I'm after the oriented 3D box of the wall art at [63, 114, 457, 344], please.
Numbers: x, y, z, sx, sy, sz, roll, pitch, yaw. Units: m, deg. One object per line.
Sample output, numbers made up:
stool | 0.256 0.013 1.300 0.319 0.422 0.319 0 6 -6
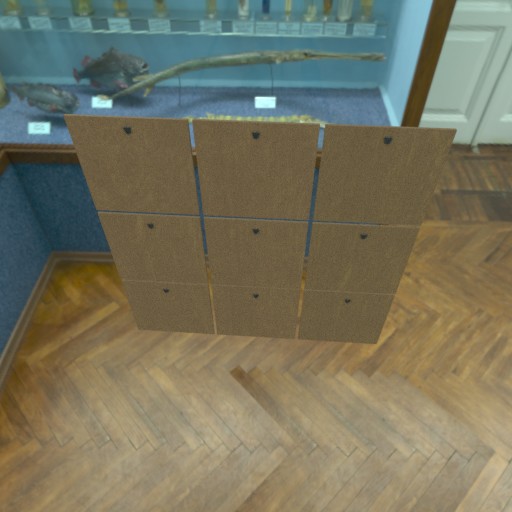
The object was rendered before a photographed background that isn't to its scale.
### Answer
wall art | 0.000 0.000 2.274 1.526 1.522 0.023 3 47 3
